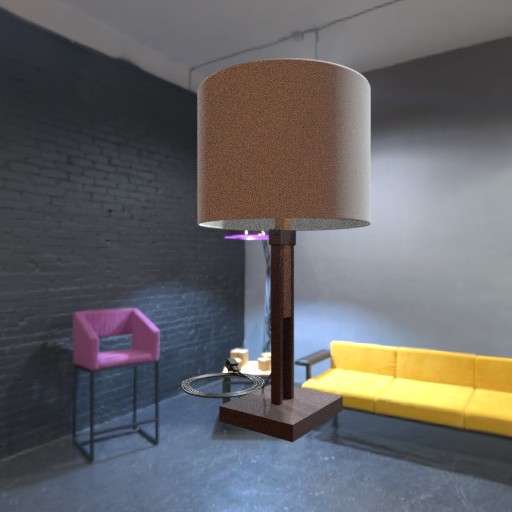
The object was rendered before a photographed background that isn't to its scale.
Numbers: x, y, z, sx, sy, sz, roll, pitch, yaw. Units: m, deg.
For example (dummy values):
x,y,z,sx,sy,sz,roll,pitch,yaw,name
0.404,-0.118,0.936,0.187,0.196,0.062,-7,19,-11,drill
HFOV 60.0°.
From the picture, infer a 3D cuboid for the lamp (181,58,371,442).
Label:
x,y,z,sx,sy,sz,roll,pitch,yaw,name
0.000,0.000,0.993,0.525,0.668,0.396,0,0,36,lamp
